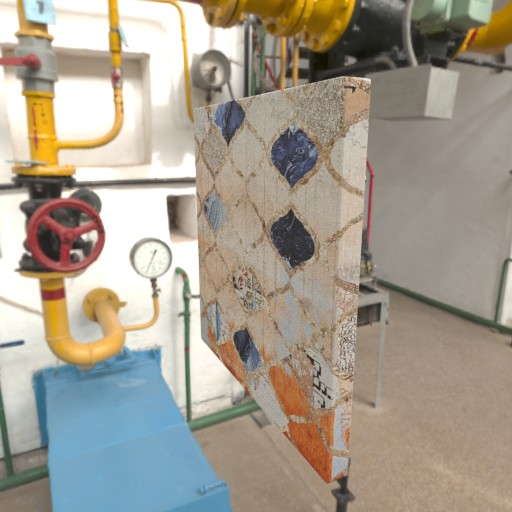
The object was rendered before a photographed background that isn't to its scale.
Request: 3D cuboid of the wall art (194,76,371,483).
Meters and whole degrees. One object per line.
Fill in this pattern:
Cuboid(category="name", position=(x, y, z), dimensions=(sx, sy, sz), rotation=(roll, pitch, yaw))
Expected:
Cuboid(category="wall art", position=(0.000, 0.000, 0.753), dimensions=(0.038, 0.508, 0.507), rotation=(-7, 16, -25))
